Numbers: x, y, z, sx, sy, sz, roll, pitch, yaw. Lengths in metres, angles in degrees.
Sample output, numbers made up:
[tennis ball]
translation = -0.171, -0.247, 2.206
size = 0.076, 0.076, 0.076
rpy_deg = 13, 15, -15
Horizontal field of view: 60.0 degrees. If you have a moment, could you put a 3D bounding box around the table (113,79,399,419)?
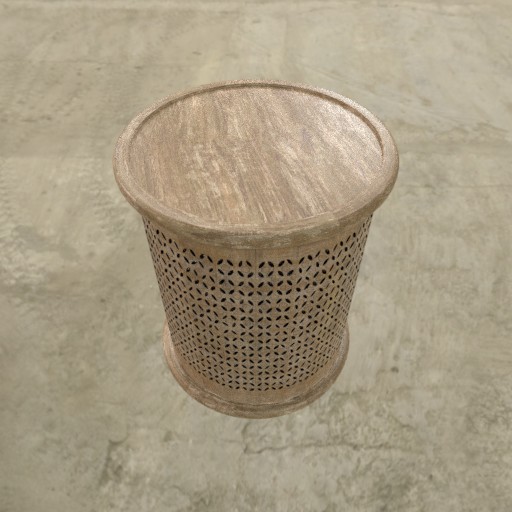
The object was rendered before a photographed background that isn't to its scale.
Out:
[table]
translation = 0.000, 0.000, 0.810
size = 0.407, 0.482, 0.407
rpy_deg = 0, 46, 0
